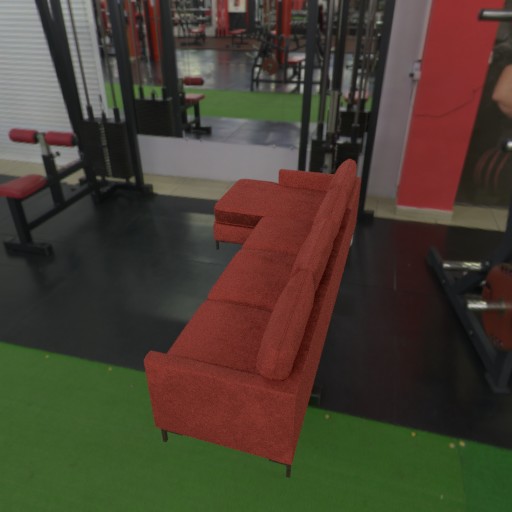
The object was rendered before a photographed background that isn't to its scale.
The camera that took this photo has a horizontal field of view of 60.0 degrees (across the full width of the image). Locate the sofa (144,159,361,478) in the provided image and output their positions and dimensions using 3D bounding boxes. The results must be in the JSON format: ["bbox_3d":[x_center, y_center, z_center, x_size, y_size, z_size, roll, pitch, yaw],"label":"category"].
[{"bbox_3d":[0.000,0.000,4.021,1.500,0.967,3.400,9,32,15],"label":"sofa"}]
